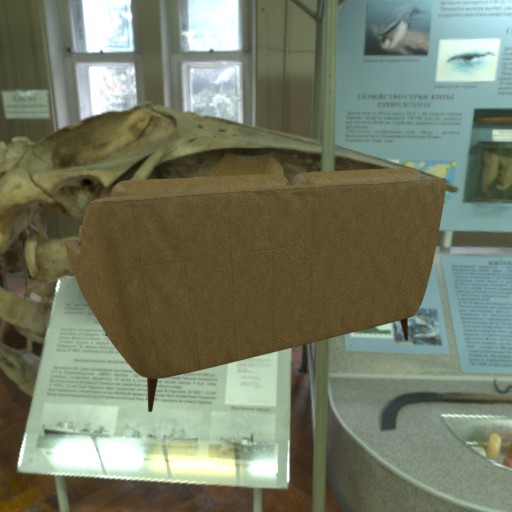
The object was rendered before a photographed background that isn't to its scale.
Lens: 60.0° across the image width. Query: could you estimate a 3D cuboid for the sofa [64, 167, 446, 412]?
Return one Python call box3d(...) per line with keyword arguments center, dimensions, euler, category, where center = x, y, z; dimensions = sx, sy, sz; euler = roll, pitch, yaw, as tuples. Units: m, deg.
box3d(center=(0.000, 0.000, 2.267), dimensions=(1.731, 0.886, 0.981), euler=(-8, 17, -26), category="sofa")
